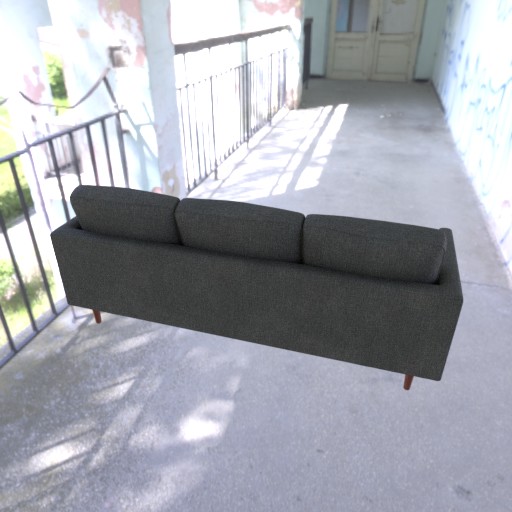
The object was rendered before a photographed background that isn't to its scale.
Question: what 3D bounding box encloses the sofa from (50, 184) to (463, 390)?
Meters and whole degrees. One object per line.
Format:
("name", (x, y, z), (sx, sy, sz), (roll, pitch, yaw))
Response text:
("sofa", (0.000, 0.000, 2.728), (2.246, 0.930, 0.903), (9, 31, 15))
